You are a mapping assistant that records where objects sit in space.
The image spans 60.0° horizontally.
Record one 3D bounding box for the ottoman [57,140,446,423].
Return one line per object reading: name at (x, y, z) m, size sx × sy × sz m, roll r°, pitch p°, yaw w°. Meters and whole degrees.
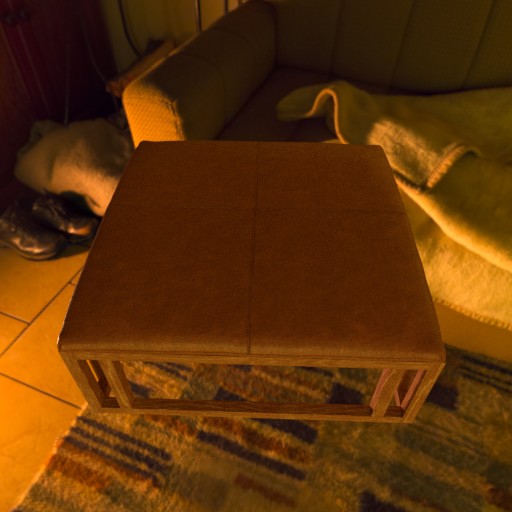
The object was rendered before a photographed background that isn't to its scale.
ottoman at (0.000, 0.000, 1.599) m, size 1.016 × 0.442 × 1.013 m, roll 1°, pitch 45°, yaw 1°
